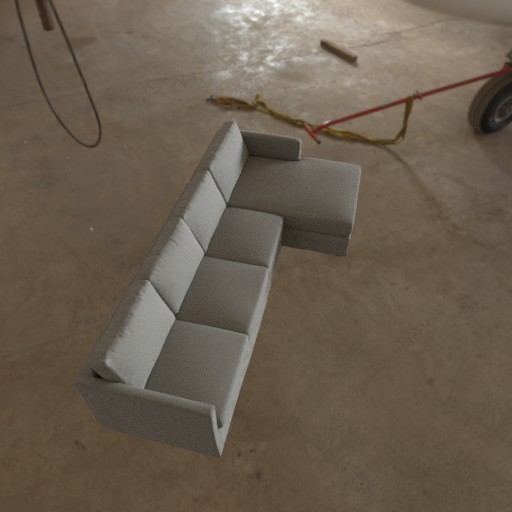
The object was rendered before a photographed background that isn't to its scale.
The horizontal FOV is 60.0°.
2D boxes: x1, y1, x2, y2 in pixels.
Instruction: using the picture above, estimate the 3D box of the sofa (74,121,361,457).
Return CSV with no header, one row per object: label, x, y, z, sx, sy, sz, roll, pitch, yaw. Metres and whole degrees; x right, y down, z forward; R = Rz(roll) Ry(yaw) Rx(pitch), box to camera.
sofa,0.000,0.000,3.908,1.622,0.867,3.177,10,48,9
